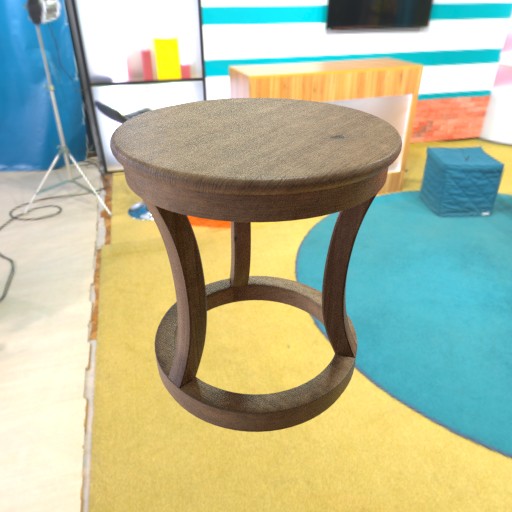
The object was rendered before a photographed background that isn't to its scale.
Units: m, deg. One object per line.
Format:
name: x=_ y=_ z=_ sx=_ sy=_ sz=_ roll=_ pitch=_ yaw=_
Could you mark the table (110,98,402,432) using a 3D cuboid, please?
table: x=0.000 y=0.000 z=0.795 sx=0.432 sy=0.460 sz=0.432 roll=0 pitch=31 yaw=0
